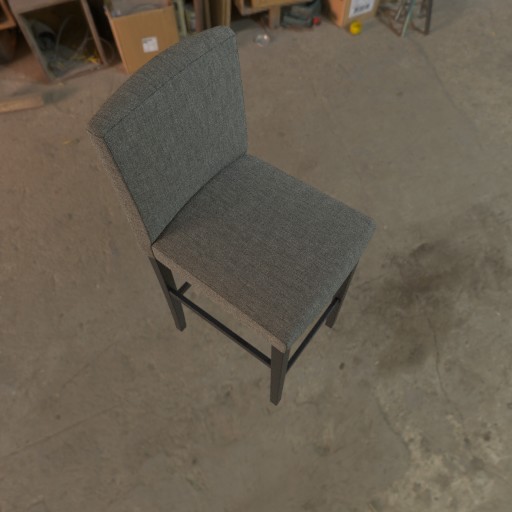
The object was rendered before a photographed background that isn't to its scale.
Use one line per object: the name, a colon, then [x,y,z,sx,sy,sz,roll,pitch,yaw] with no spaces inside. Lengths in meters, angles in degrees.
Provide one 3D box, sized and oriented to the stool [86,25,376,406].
stool: [0.000,0.000,1.356,0.552,1.138,0.451,33,64,18]
